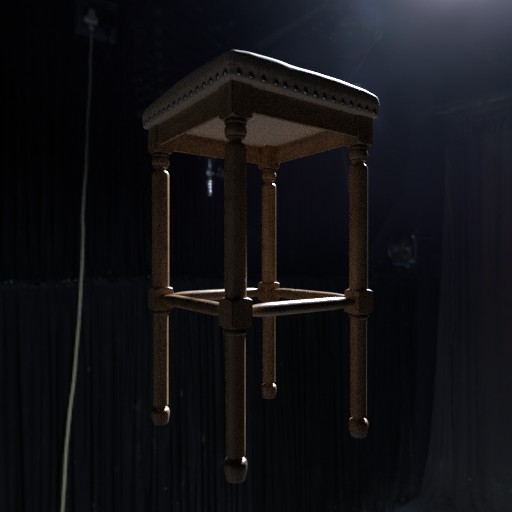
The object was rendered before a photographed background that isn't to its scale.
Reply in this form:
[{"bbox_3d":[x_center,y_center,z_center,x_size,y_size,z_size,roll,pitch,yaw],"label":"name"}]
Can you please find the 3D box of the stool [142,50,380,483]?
[{"bbox_3d":[0.000,0.000,0.984,0.382,0.768,0.383,0,0,-36],"label":"stool"}]
